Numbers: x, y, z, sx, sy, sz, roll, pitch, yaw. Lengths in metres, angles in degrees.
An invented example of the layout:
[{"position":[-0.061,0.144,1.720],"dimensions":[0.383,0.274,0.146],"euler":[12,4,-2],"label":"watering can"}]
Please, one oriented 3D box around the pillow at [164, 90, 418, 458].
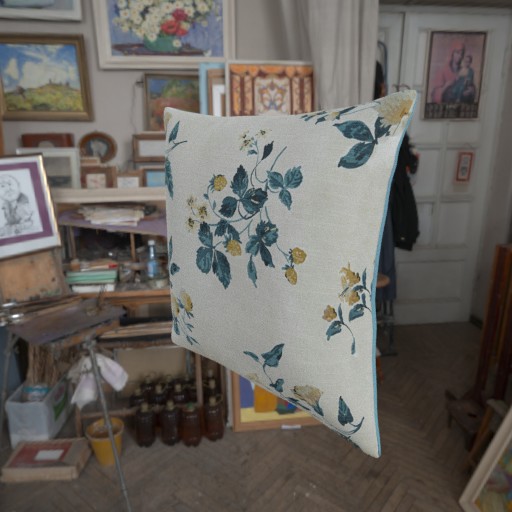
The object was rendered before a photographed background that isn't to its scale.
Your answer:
[{"position":[0.000,0.000,0.762],"dimensions":[0.166,0.507,0.526],"euler":[-15,21,-42],"label":"pillow"}]
